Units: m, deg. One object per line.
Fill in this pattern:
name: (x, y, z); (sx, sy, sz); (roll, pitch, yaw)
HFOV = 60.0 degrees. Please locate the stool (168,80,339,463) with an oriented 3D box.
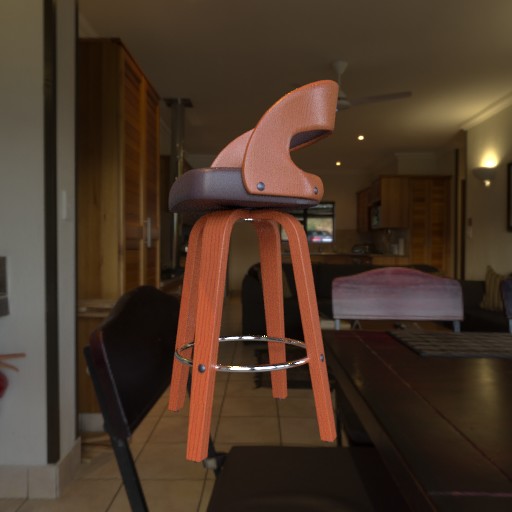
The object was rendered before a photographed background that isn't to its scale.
stool: (0.000, 0.000, 1.237); (0.457, 0.940, 0.457); (0, 1, -18)
